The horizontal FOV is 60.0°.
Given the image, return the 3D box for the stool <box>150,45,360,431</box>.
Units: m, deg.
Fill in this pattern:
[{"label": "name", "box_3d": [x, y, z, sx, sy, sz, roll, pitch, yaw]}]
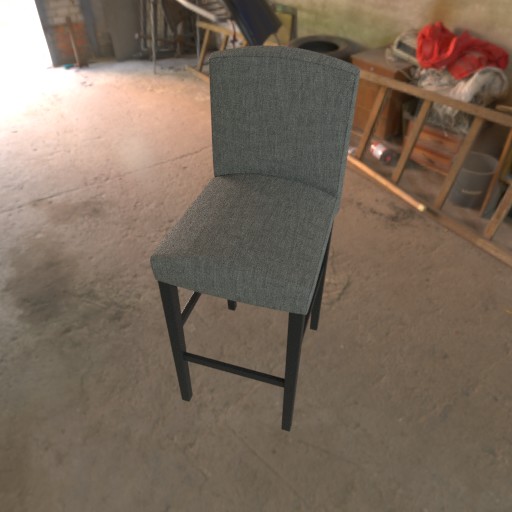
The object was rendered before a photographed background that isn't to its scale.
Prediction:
[{"label": "stool", "box_3d": [0.000, 0.000, 1.436, 0.451, 1.138, 0.552, 12, 42, 13]}]
